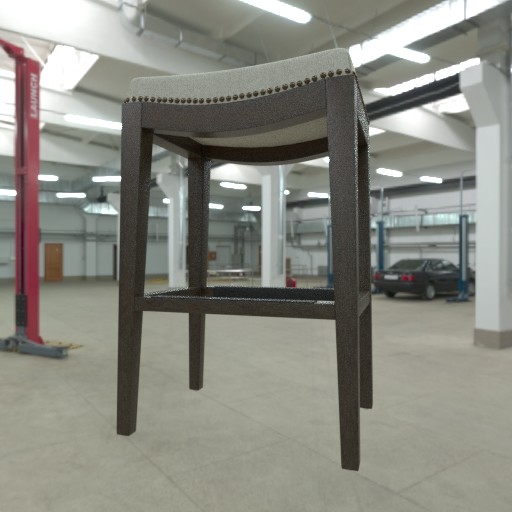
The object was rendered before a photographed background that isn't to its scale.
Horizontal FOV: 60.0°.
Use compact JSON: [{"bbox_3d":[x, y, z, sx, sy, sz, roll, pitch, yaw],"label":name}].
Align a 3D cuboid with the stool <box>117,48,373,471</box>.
[{"bbox_3d":[0.000,0.000,1.018,0.498,0.759,0.358,0,0,19],"label":"stool"}]
